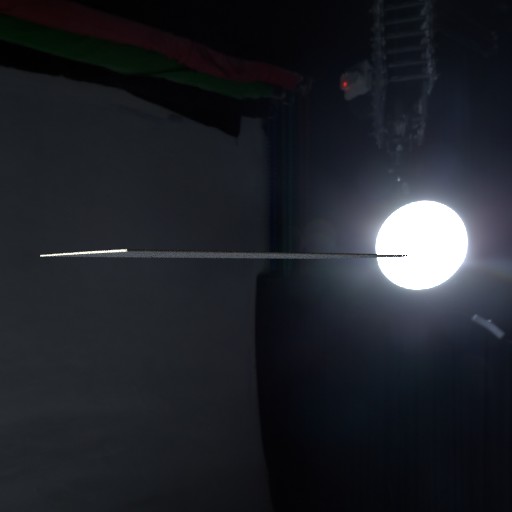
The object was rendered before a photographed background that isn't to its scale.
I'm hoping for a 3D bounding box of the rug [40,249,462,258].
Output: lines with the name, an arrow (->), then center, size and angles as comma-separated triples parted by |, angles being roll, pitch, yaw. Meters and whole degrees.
rug -> 0.000, 0.000, 2.851 | 2.284, 0.008, 1.522 | 1, -1, -37
